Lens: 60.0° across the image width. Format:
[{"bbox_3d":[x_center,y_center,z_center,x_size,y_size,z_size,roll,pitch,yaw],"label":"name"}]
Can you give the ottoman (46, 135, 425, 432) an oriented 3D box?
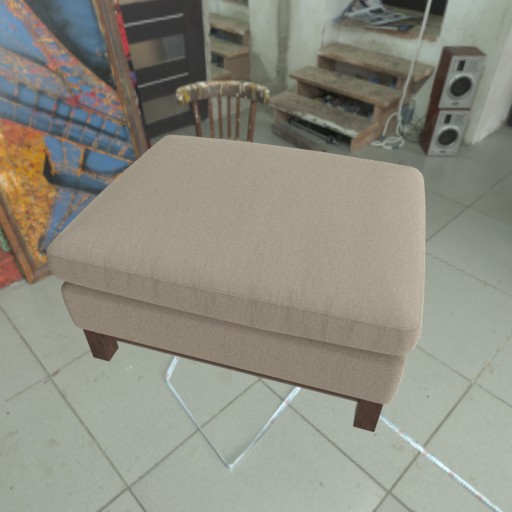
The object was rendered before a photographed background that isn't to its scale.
[{"bbox_3d":[0.000,0.000,1.133,0.771,0.420,0.606,11,41,13],"label":"ottoman"}]
